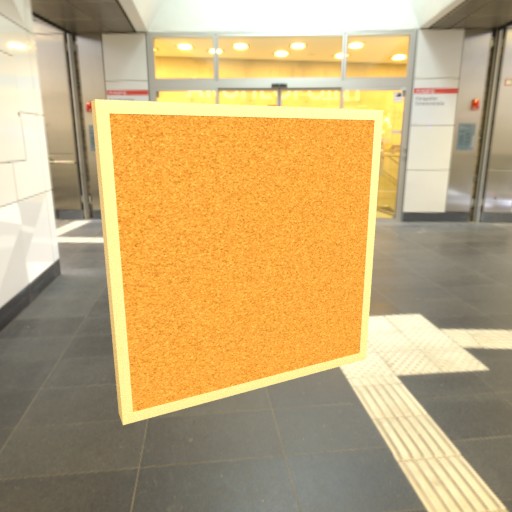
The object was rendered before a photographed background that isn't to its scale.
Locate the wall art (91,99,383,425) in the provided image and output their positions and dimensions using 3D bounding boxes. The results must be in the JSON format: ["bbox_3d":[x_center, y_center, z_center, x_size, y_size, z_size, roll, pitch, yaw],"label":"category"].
[{"bbox_3d":[0.000,0.000,0.788,0.506,0.505,0.038,-7,16,-26],"label":"wall art"}]
